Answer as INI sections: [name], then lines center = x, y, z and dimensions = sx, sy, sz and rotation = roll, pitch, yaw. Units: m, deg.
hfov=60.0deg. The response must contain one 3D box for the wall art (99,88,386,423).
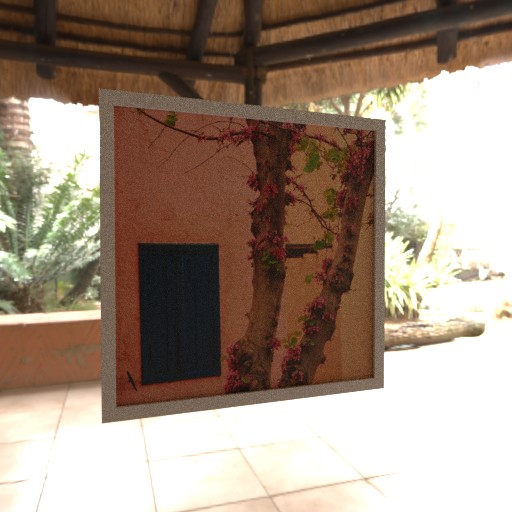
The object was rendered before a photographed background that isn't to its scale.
[wall art]
center = 0.000, 0.000, 1.150
dimensions = 0.762, 0.762, 0.038
rotation = 0, 1, -19
